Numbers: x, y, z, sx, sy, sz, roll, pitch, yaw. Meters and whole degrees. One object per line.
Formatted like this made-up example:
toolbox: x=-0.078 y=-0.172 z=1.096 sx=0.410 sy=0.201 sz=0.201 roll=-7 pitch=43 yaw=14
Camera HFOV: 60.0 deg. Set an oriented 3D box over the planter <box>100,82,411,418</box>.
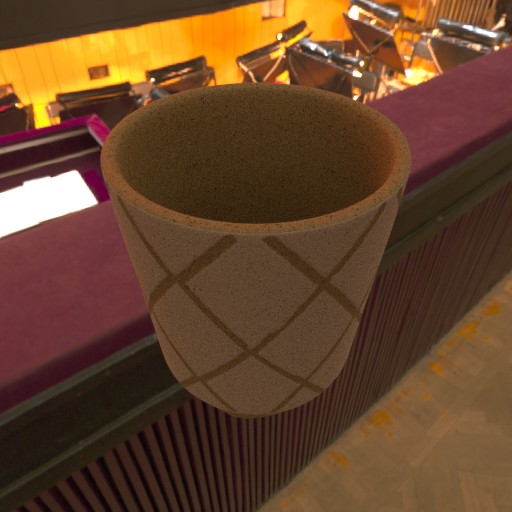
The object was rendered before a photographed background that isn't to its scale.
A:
planter: x=0.000 y=0.000 z=0.345 sx=0.191 sy=0.199 sz=0.191 roll=0 pitch=42 yaw=0
